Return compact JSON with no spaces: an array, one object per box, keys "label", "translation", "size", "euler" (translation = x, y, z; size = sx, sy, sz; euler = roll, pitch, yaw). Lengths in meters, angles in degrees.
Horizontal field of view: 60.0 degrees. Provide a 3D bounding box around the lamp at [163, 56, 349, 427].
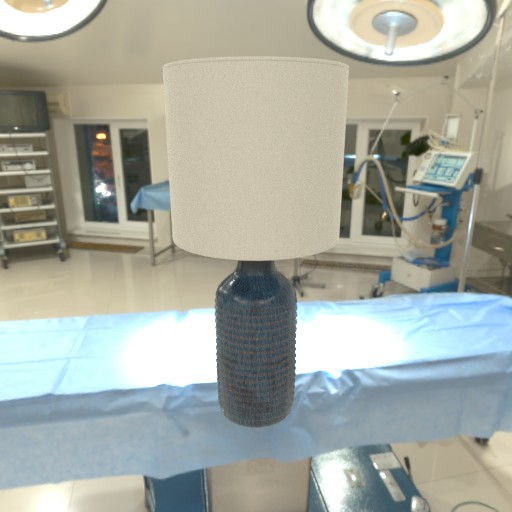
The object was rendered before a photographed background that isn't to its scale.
[{"label":"lamp","translation":[0.000,0.000,0.606],"size":[0.220,0.475,0.220],"euler":[-2,17,-6]}]
